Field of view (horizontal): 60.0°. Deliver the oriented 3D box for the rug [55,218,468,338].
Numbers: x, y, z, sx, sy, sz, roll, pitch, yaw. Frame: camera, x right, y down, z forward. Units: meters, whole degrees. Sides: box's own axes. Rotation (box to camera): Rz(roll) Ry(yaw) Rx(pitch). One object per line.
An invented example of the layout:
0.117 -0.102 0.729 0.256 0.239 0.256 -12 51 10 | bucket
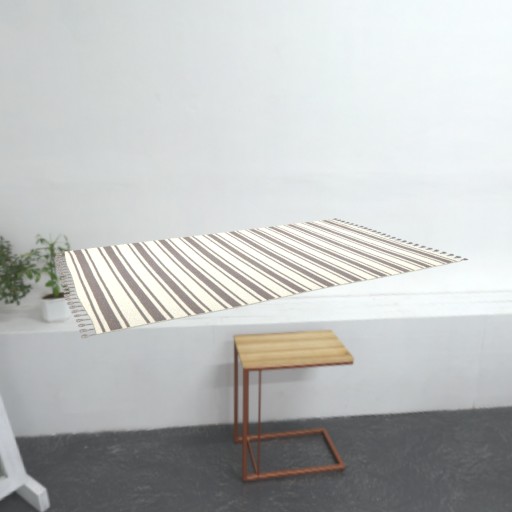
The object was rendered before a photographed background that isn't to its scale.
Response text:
0.000 0.000 2.576 2.096 0.011 1.229 -9 19 -26 | rug
